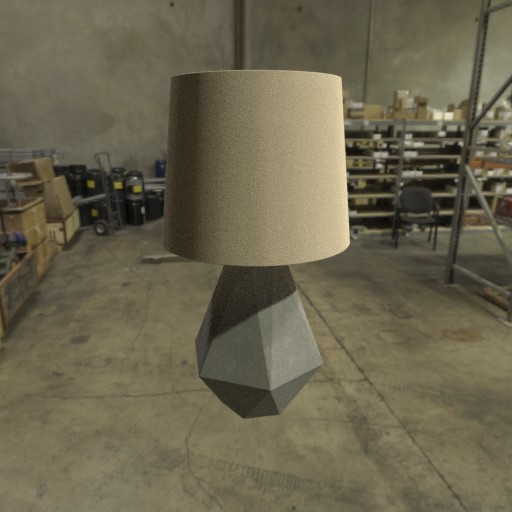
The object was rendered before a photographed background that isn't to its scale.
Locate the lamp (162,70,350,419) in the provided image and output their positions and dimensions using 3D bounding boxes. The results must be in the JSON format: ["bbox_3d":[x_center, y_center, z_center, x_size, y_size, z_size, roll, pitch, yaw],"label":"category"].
[{"bbox_3d":[0.000,0.000,0.675,0.276,0.501,0.276,0,17,0],"label":"lamp"}]
